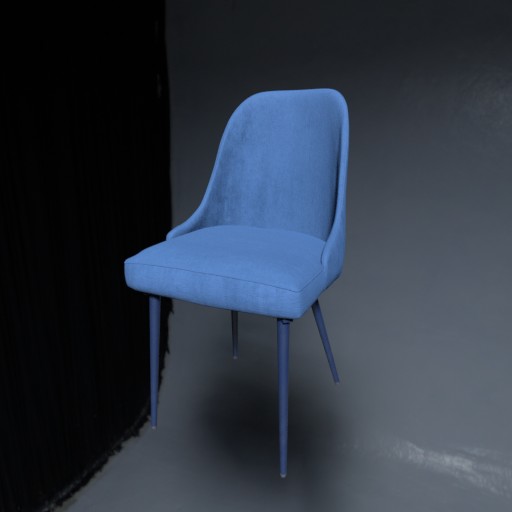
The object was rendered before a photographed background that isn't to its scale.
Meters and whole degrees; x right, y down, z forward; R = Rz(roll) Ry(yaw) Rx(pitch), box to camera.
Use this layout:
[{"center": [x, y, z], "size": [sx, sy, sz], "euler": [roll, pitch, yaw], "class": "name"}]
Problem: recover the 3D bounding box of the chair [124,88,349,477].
[{"center": [0.000, 0.000, 1.209], "size": [0.478, 0.896, 0.559], "euler": [8, 17, 26], "class": "chair"}]
